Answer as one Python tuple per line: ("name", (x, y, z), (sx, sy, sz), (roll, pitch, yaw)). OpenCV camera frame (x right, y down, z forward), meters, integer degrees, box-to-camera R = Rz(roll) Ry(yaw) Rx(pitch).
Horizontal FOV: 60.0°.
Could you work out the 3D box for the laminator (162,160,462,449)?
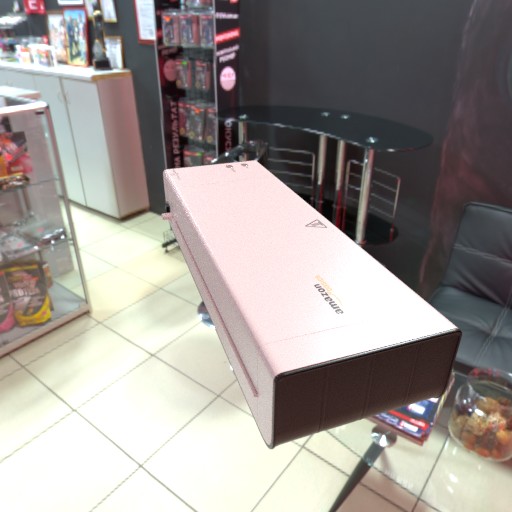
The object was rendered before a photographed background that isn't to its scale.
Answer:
("laminator", (0.000, 0.000, 0.381), (0.123, 0.062, 0.340), (-10, 30, -17))
